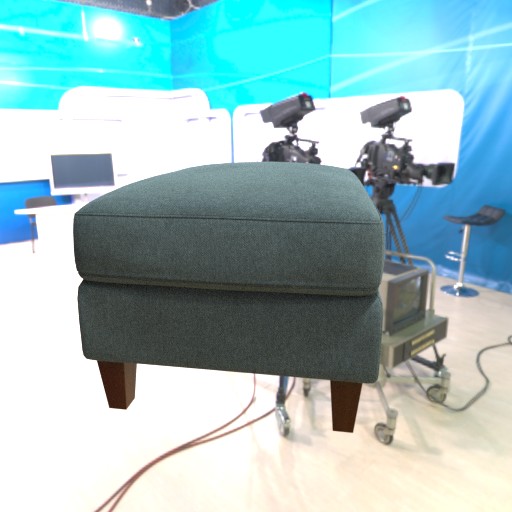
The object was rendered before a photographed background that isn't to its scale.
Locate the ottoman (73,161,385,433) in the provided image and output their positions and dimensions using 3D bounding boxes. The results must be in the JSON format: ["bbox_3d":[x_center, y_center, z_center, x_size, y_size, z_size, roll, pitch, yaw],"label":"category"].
[{"bbox_3d":[0.000,0.000,1.203,0.584,0.483,0.864,2,16,9],"label":"ottoman"}]
